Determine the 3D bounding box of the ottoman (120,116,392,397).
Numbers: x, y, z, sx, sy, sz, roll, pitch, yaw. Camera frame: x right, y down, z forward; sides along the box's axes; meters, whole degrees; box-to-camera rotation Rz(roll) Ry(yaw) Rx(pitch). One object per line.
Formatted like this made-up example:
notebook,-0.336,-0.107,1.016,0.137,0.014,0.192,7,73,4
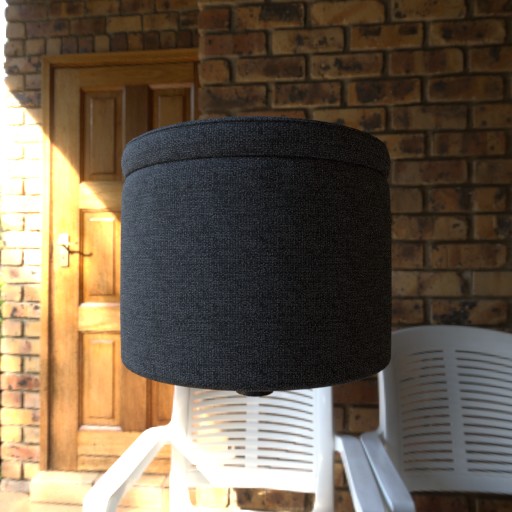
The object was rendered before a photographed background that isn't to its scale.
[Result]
ottoman,0.000,0.000,0.889,0.520,0.430,0.520,0,-1,0
